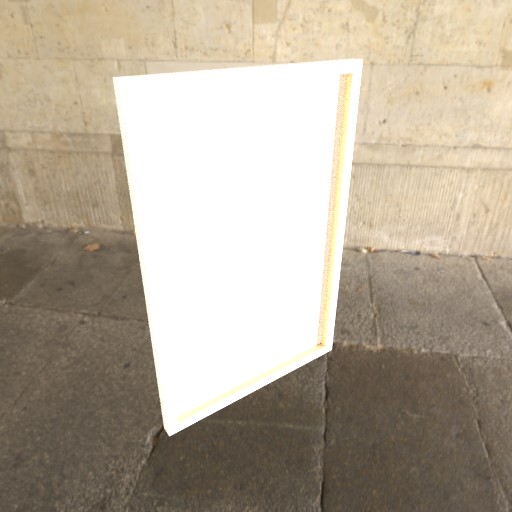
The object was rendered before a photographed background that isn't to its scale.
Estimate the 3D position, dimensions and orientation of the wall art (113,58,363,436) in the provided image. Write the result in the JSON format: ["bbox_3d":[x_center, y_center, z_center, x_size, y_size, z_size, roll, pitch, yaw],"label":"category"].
[{"bbox_3d":[0.000,0.000,1.156,0.607,0.912,0.038,-19,34,-30],"label":"wall art"}]
